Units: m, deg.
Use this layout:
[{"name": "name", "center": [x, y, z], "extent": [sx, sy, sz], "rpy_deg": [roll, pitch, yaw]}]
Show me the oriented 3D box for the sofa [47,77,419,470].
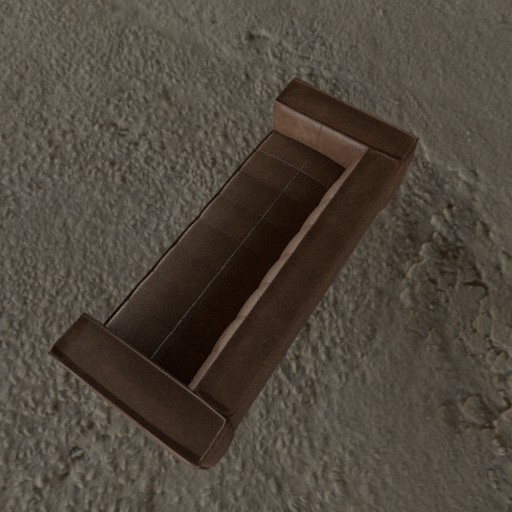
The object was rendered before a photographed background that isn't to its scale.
[{"name": "sofa", "center": [0.000, 0.000, 3.050], "extent": [1.102, 0.701, 2.581], "rpy_deg": [32, 68, 15]}]
